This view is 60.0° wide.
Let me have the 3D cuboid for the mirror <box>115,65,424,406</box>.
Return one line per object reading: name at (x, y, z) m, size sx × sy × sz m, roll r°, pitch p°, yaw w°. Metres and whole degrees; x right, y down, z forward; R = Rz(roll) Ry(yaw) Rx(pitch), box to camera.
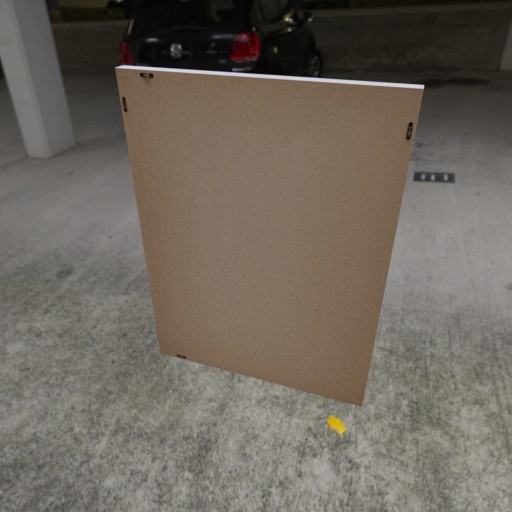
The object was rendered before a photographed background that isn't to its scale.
mirror at (0.000, 0.000, 1.327) m, size 0.762 × 1.016 × 0.041 m, roll 11°, pitch 34°, yaw 16°
